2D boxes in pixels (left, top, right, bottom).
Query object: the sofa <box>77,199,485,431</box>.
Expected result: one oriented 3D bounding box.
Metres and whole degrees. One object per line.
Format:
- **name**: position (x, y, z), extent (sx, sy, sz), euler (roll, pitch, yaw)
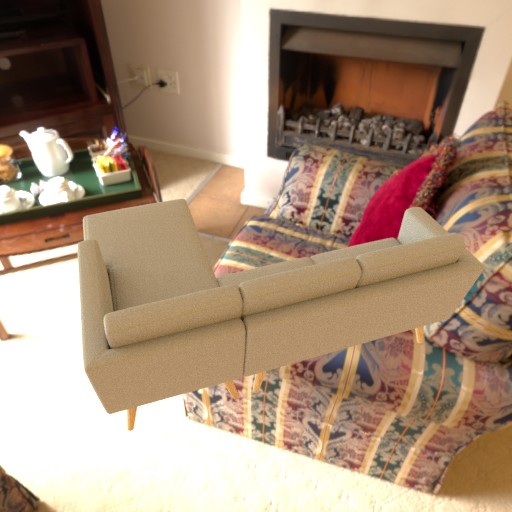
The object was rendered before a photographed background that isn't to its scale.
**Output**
- **sofa**: position (0.000, 0.000, 2.789), extent (2.040, 0.860, 1.530), euler (-12, 42, -14)
